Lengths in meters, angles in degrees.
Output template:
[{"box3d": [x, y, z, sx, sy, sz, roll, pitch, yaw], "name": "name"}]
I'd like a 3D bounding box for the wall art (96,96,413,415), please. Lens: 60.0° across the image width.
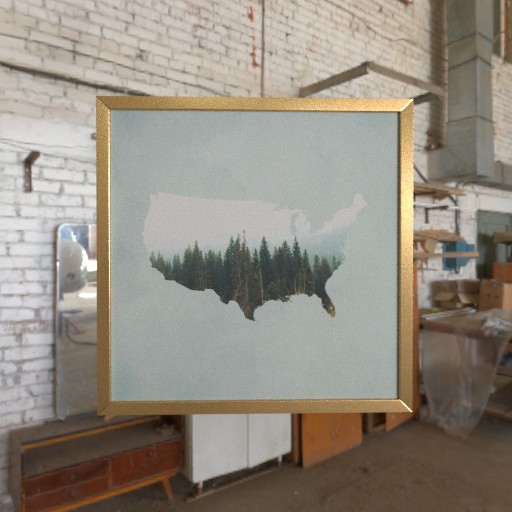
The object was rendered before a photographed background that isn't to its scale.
[{"box3d": [0.000, 0.000, 0.733, 0.509, 0.509, 0.040, 0, 1, -2], "name": "wall art"}]
